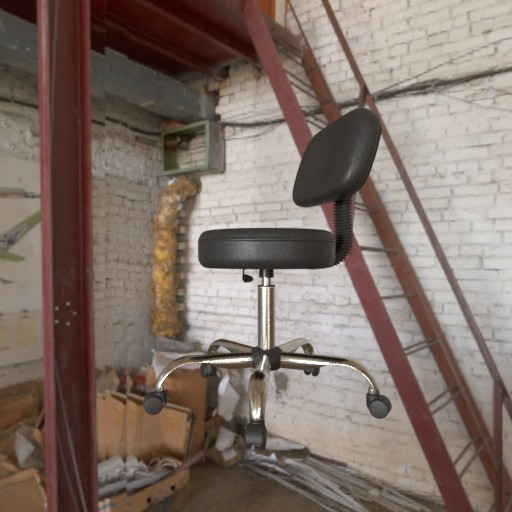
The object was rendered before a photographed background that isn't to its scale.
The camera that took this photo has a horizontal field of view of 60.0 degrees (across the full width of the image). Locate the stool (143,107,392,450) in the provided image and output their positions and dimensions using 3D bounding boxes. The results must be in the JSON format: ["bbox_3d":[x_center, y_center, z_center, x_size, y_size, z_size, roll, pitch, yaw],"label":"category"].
[{"bbox_3d":[0.000,0.000,1.311,0.648,0.862,0.673,0,0,-18],"label":"stool"}]
